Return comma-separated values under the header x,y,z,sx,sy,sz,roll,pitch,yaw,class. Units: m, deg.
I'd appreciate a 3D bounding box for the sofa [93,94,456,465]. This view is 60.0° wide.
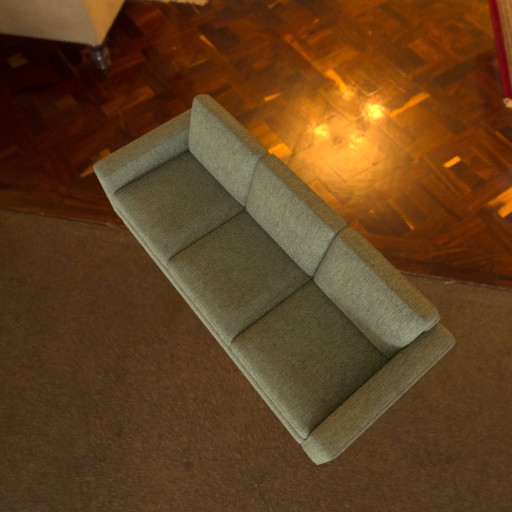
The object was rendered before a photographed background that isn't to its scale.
x,y,z,sx,sy,sz,roll,pitch,yaw,class
0.000,0.000,2.623,0.900,0.800,2.160,-36,68,-17,sofa
